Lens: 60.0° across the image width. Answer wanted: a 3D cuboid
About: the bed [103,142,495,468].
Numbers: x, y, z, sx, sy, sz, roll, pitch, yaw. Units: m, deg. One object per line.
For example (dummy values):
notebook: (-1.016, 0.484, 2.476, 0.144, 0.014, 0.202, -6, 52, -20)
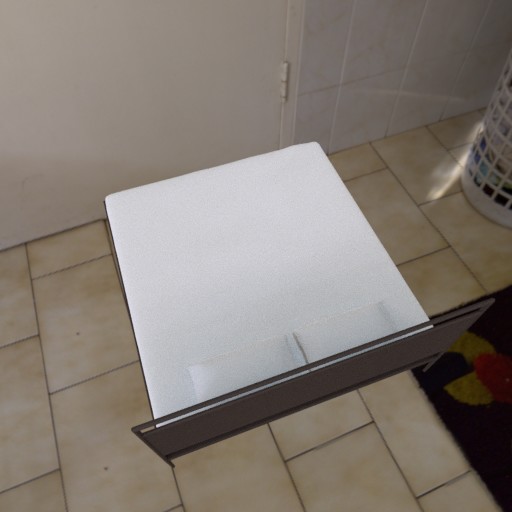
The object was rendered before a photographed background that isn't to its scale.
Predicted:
bed: (0.000, 0.000, 3.262, 1.993, 1.173, 2.151, -17, 59, -11)
